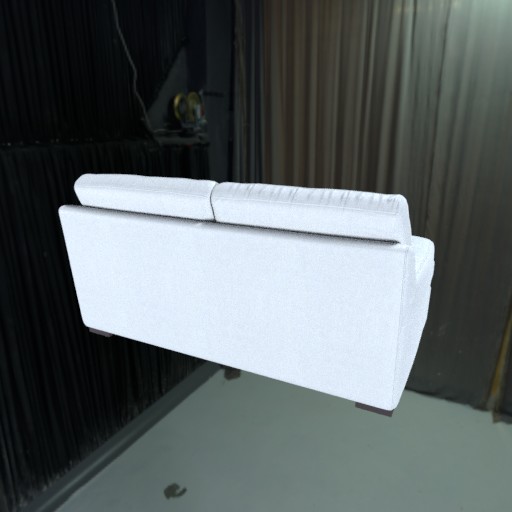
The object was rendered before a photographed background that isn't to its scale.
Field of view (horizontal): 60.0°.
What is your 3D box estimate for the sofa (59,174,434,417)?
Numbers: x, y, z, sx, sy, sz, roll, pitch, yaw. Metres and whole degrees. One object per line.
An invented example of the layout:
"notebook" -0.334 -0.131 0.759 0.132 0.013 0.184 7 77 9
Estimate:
"sofa" 0.000 0.000 2.532 1.880 0.940 1.143 9 19 26
